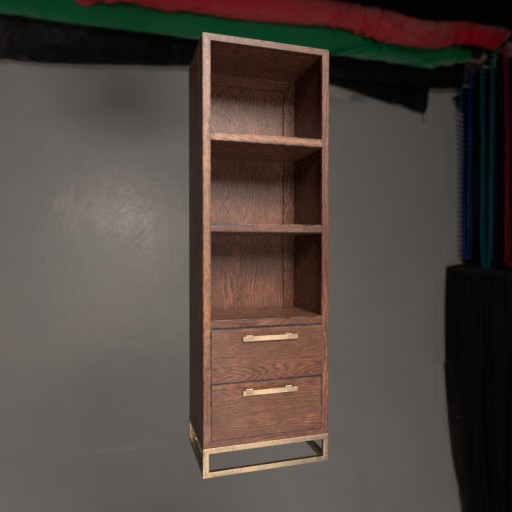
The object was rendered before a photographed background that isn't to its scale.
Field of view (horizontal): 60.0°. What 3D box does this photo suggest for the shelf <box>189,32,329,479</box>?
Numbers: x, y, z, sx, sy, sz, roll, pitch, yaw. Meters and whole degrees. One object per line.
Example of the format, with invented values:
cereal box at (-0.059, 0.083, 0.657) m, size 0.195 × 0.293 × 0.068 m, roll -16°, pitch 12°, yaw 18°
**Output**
shelf at (0.000, 0.000, 1.962) m, size 0.539 × 1.732 × 0.395 m, roll 0°, pitch 1°, yaw -17°
